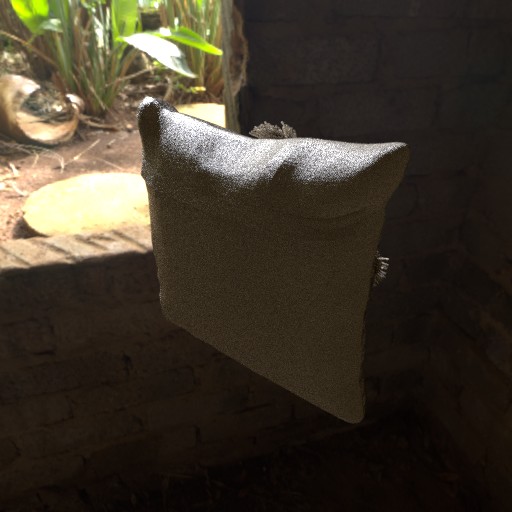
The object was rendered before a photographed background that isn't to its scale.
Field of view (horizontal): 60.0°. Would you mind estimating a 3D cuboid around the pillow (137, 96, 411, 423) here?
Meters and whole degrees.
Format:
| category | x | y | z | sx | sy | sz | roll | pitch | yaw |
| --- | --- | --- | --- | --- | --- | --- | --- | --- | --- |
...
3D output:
| category | x | y | z | sx | sy | sz | roll | pitch | yaw |
| --- | --- | --- | --- | --- | --- | --- | --- | --- | --- |
| pillow | 0.000 | 0.000 | 0.778 | 0.484 | 0.490 | 0.234 | 22 | 37 | 32 |
